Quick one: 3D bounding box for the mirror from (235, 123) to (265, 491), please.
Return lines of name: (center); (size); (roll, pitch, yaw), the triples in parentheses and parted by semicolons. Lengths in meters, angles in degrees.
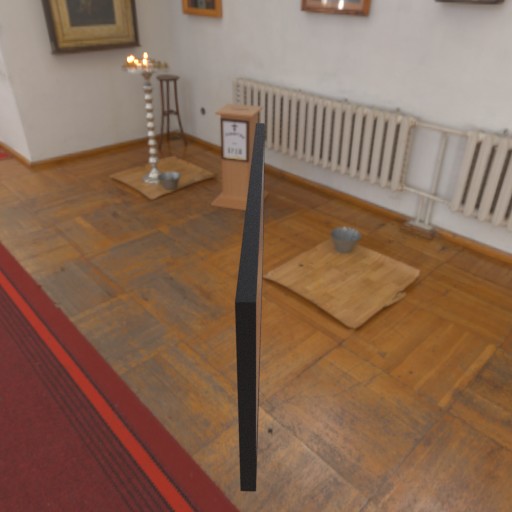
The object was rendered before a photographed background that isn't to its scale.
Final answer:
mirror: (0.000, 0.000, 1.821); (0.047, 0.692, 1.584); (1, 30, 1)
